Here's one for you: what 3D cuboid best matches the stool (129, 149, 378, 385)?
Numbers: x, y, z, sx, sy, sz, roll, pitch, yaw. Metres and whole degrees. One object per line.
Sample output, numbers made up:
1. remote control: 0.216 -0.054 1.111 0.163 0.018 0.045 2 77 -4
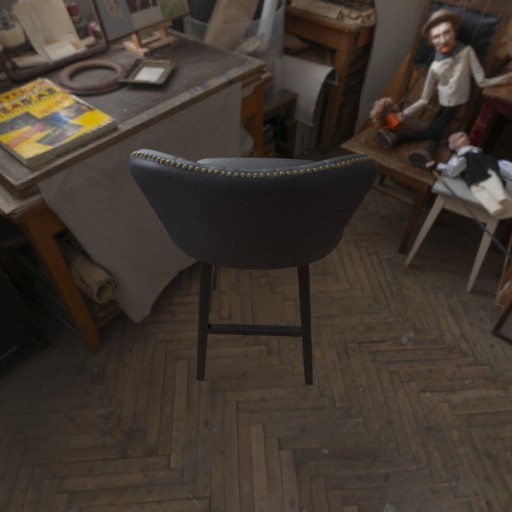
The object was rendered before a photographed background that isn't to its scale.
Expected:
1. stool: 0.000 0.000 1.399 0.528 1.050 0.601 2 47 2
